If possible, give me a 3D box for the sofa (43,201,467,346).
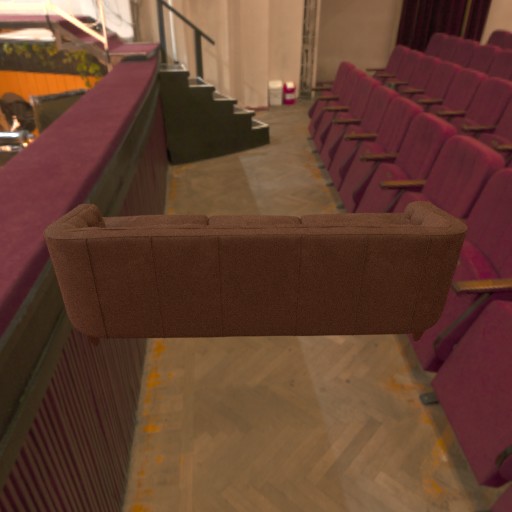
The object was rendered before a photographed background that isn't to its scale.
[{"bbox_3d":[0.000,0.000,2.721,2.227,0.787,0.927,-1,31,-1],"label":"sofa"}]
